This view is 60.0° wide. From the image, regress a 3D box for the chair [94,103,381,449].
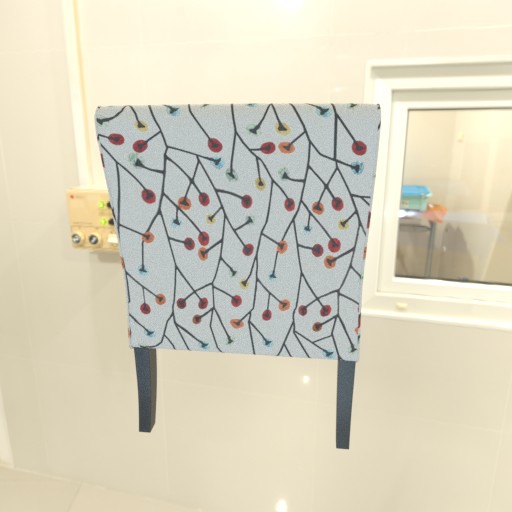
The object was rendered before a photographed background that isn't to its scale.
[{"bbox_3d":[0.000,0.000,1.311,0.597,0.813,0.732,2,16,7],"label":"chair"}]
